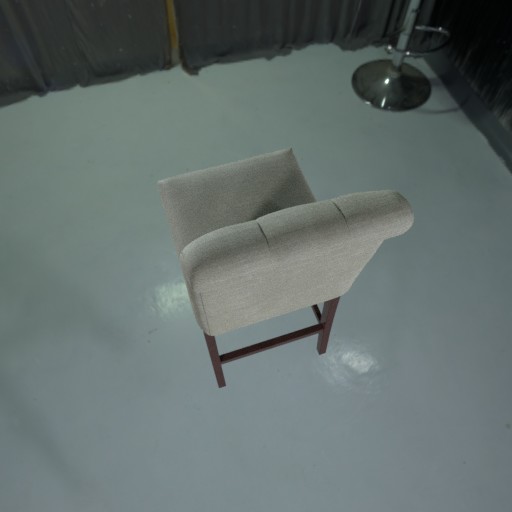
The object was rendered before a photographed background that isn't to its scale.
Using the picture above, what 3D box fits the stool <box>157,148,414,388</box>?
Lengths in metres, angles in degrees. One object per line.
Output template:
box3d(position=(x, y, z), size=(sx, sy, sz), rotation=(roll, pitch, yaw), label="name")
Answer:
box3d(position=(0.000, 0.000, 1.435), size=(0.486, 1.084, 0.660), rotation=(-16, 60, -9), label="stool")
